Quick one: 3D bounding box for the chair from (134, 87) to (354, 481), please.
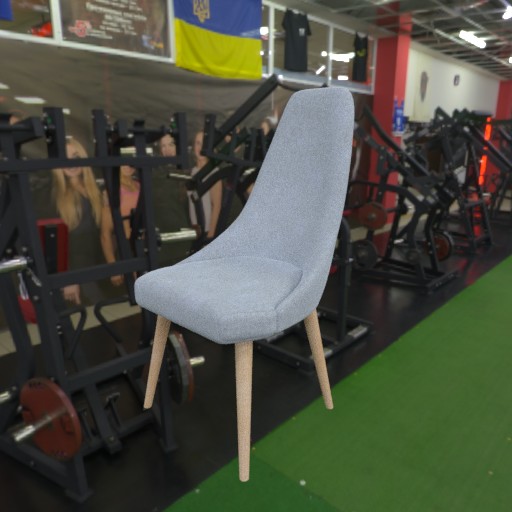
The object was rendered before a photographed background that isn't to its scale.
[{"bbox_3d":[0.000,0.000,1.400,0.510,1.040,0.660,14,21,42],"label":"chair"}]
